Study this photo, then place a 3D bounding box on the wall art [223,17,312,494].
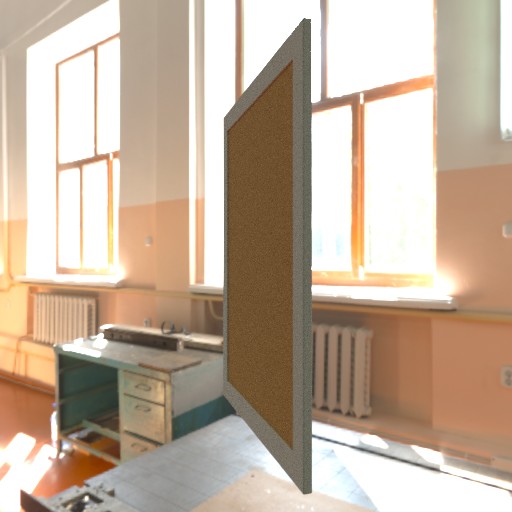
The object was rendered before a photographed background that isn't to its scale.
[{"bbox_3d":[0.000,0.000,0.670,0.012,0.529,0.374,0,0,-18],"label":"wall art"}]
